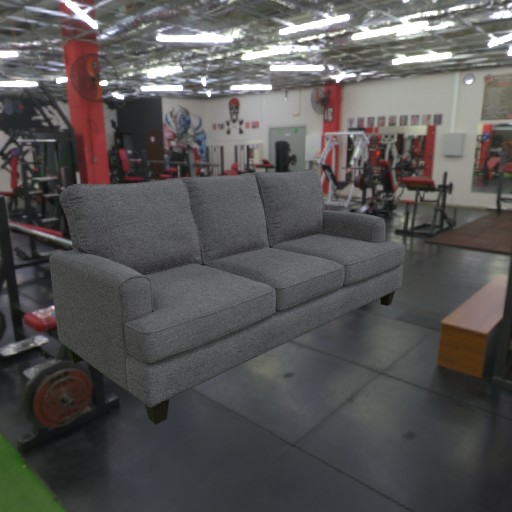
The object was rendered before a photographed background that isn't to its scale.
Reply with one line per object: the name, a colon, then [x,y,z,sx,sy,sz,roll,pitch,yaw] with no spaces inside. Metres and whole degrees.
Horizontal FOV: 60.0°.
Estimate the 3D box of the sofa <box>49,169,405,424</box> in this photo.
sofa: [0.000,0.000,2.737,0.951,0.965,2.158,14,20,43]
